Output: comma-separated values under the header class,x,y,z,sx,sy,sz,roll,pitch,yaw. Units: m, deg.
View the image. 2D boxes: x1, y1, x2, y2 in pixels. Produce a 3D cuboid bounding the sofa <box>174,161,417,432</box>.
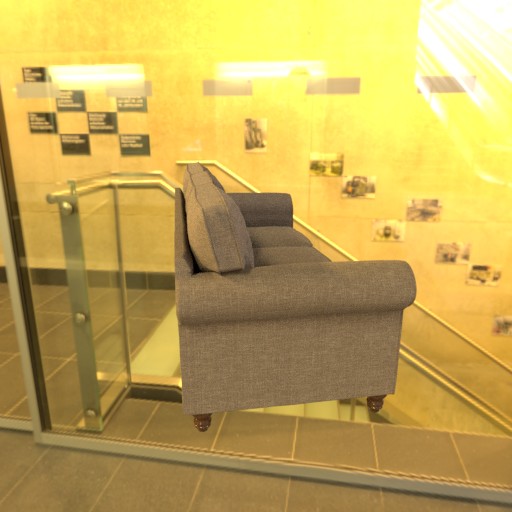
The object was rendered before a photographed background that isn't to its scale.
class,x,y,z,sx,sy,sz,roll,pitch,yaw
sofa,0.000,0.000,2.601,0.916,0.961,2.084,-3,16,-10
